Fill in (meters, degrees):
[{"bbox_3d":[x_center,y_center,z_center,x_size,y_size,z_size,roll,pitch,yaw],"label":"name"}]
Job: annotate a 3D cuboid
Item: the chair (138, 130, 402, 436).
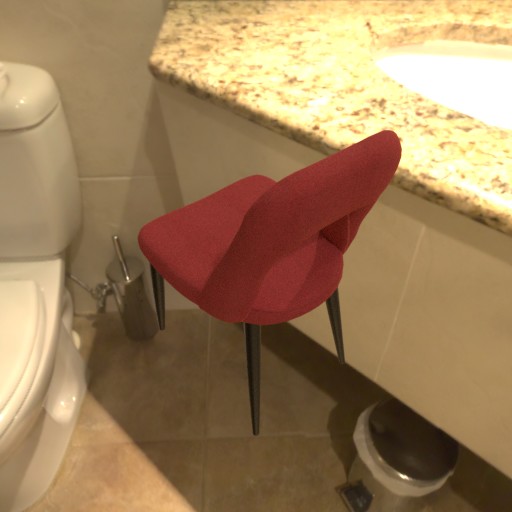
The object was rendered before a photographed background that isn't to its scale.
[{"bbox_3d":[0.000,0.000,1.222,0.483,0.892,0.569,-30,52,-27],"label":"chair"}]
